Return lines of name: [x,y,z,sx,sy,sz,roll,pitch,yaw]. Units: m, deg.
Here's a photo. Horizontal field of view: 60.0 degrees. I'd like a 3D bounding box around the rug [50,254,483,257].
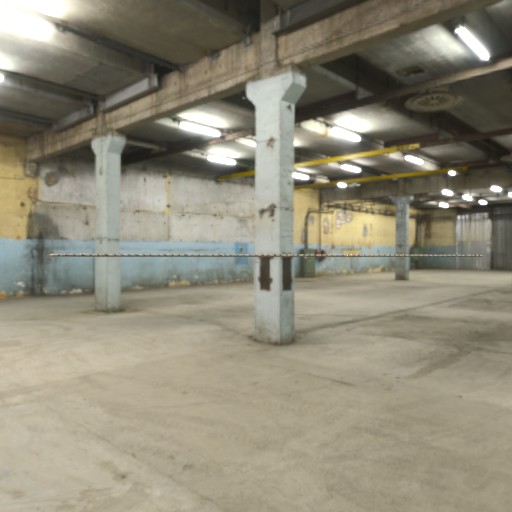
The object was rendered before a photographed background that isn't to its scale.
rug: [0.000,0.000,2.213,1.752,0.008,1.144,0,0,-18]
